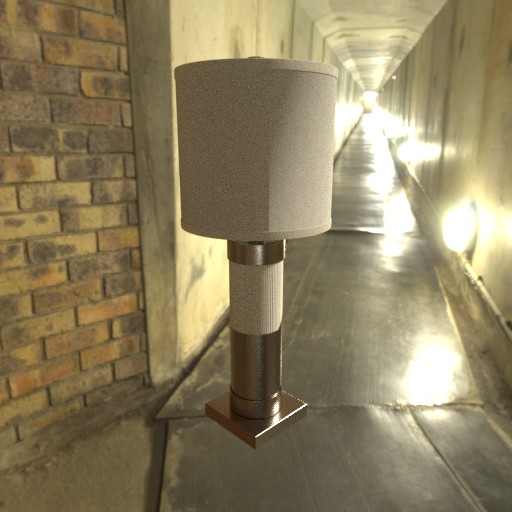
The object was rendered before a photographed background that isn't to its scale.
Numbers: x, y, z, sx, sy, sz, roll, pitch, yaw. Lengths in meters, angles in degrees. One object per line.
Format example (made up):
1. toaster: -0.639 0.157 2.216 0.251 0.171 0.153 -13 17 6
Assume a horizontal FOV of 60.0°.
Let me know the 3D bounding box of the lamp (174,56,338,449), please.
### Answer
1. lamp: 0.000 0.000 0.617 0.202 0.509 0.202 -14 21 -43
